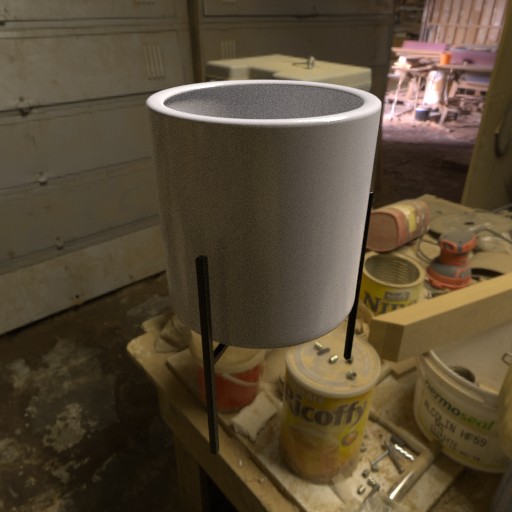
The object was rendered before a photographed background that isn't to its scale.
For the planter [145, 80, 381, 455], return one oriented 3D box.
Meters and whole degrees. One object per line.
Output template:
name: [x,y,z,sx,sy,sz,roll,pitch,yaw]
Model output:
planter: [0.000,0.000,0.512,0.239,0.356,0.239,-22,36,-33]
